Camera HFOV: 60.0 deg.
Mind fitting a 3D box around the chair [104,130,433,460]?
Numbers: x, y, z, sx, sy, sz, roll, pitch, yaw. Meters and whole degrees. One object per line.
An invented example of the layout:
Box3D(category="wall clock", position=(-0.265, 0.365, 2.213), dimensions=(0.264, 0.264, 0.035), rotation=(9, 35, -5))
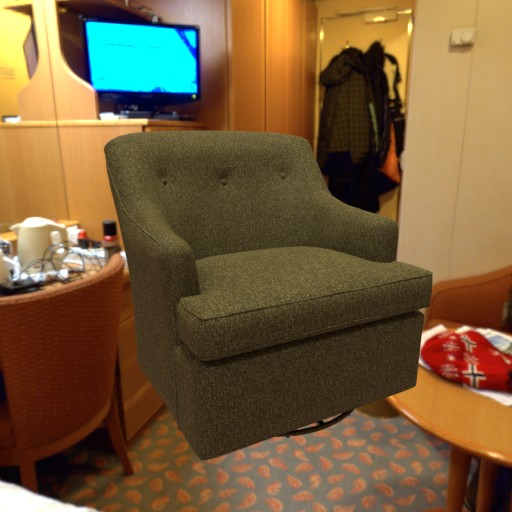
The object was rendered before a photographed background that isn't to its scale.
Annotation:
Box3D(category="chair", position=(0.000, 0.000, 1.554), dimensions=(0.864, 0.856, 0.923), rotation=(-8, 17, -27))
